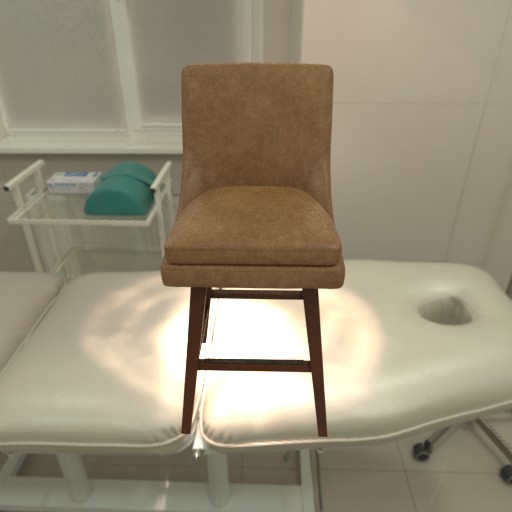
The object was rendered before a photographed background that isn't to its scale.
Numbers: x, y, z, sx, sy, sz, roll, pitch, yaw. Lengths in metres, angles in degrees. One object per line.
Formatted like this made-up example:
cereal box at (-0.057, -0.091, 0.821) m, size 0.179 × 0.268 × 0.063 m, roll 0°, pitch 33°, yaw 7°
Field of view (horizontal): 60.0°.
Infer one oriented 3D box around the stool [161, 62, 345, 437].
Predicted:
stool at (0.000, 0.000, 1.423) m, size 0.487 × 1.079 × 0.572 m, roll 1°, pitch 31°, yaw 1°
